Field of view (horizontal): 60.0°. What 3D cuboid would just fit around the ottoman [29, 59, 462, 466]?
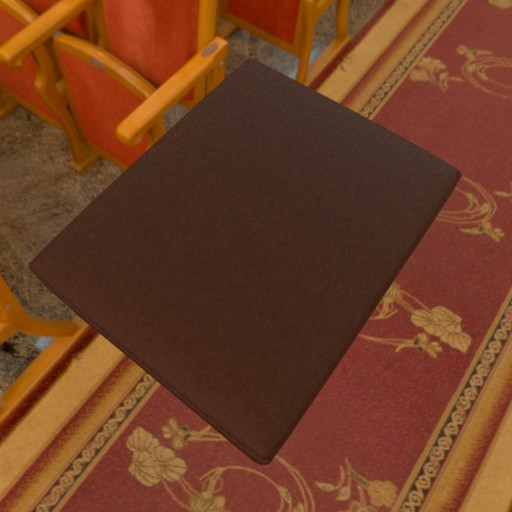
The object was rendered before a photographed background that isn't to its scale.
[{"bbox_3d":[0.000,0.000,1.750,0.967,0.730,1.187,34,69,15],"label":"ottoman"}]
